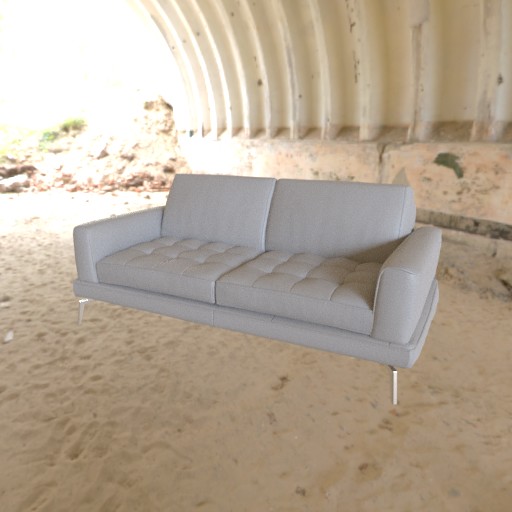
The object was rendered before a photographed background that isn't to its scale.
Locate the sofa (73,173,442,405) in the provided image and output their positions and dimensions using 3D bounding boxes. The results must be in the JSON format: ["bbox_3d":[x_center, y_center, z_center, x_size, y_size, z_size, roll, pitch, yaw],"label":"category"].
[{"bbox_3d":[0.000,0.000,2.839,2.177,0.930,1.121,8,18,25],"label":"sofa"}]
